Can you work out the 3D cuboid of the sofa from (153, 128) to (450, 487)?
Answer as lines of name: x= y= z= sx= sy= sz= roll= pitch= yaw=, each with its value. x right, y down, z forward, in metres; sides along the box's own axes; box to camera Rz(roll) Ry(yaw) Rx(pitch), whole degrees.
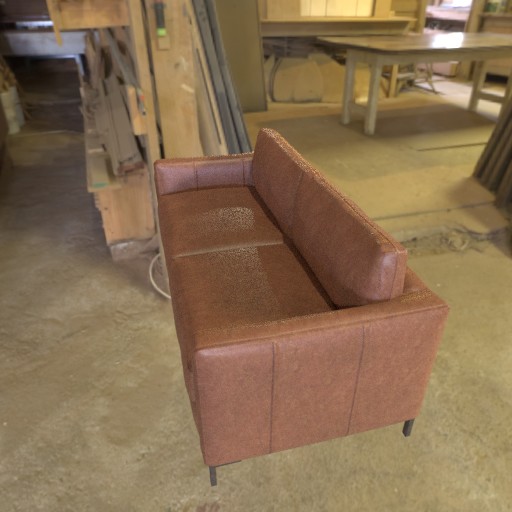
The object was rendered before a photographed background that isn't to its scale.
sofa: x=0.000 y=0.000 z=2.213 sx=0.899 sy=0.883 sz=1.797 roll=-8 pitch=32 yaw=-13
